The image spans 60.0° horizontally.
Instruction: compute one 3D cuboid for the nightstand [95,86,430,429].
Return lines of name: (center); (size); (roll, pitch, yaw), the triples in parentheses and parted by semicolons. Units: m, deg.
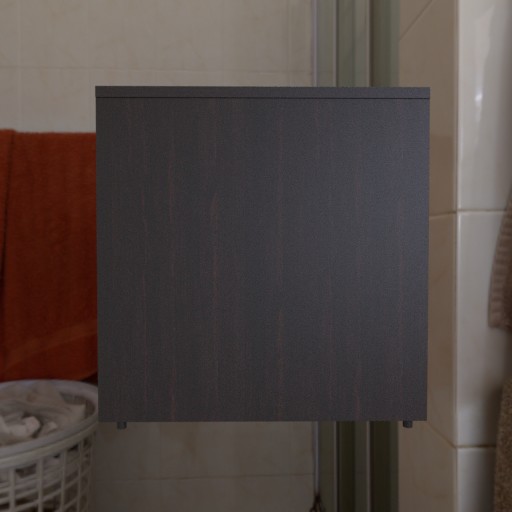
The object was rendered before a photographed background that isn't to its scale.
nightstand: (0.000, 0.000, 0.794); (0.461, 0.460, 0.400); (0, 1, -1)
